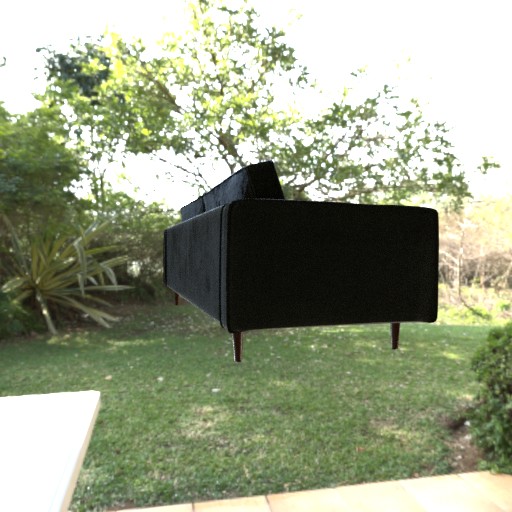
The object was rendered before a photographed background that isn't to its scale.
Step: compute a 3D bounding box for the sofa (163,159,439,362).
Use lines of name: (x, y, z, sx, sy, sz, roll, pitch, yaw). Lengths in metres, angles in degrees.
sofa: (0.000, 0.000, 2.659, 0.886, 0.781, 2.214, 0, 1, -17)
